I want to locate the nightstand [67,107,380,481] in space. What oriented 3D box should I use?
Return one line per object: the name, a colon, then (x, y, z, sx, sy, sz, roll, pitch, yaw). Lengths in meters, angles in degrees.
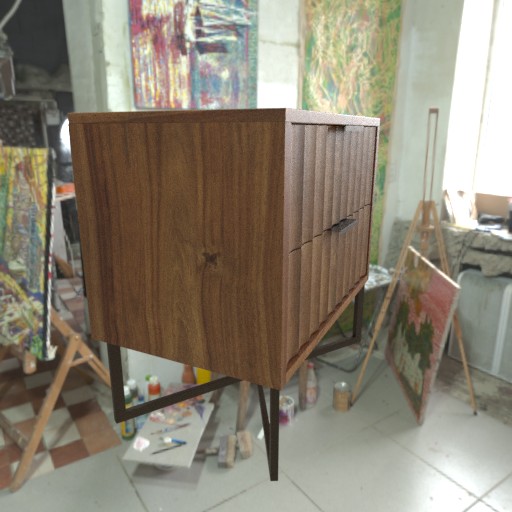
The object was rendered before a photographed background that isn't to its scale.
nightstand: (0.000, 0.000, 1.022, 0.427, 0.615, 0.613, 8, 18, 25)
